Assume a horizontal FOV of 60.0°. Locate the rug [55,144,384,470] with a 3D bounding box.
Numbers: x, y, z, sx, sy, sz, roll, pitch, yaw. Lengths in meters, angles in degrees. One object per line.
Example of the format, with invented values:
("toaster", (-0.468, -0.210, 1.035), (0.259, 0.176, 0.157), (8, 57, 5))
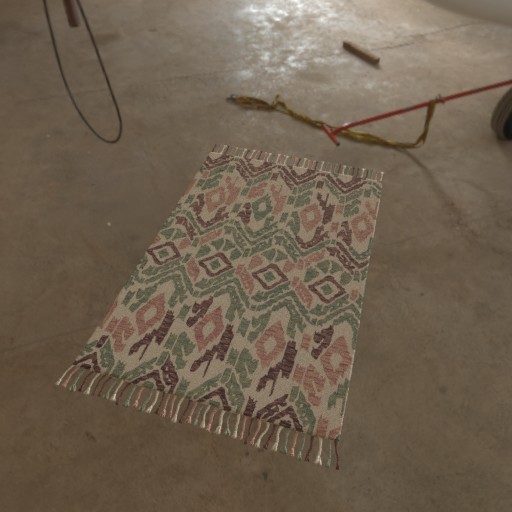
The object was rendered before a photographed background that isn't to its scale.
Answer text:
("rug", (0.000, 0.000, 3.008), (1.524, 0.011, 2.438), (12, 48, 11))
